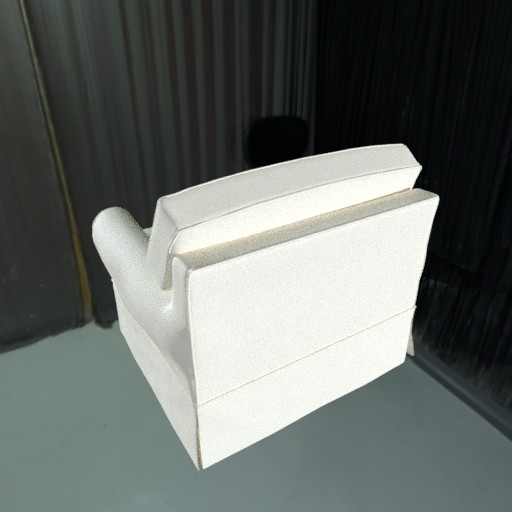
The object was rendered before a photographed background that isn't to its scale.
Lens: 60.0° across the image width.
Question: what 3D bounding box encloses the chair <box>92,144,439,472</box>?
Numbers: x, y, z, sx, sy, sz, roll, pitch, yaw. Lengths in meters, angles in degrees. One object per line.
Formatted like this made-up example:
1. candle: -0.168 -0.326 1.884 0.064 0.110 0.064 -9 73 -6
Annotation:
1. chair: 0.000 0.000 1.812 1.099 0.958 0.904 -17 34 -28
